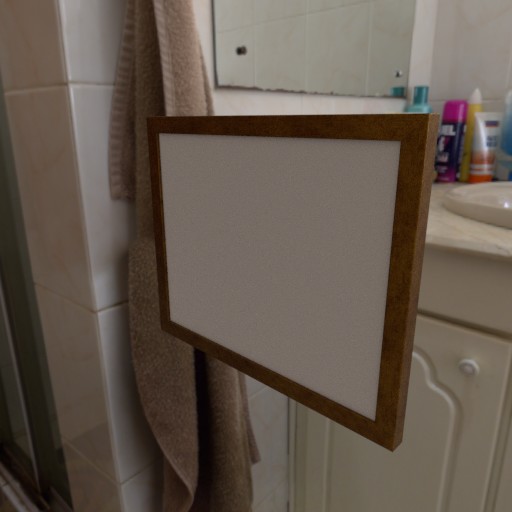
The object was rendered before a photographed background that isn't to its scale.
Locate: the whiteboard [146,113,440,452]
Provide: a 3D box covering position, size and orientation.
[{"bbox_3d":[0.000,0.000,0.756,0.561,0.457,0.029,15,23,41],"label":"whiteboard"}]
